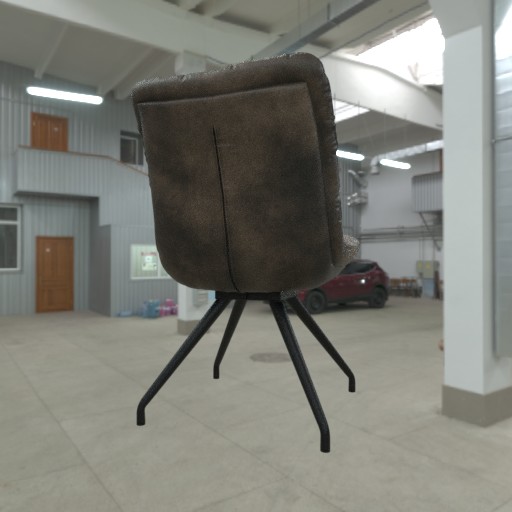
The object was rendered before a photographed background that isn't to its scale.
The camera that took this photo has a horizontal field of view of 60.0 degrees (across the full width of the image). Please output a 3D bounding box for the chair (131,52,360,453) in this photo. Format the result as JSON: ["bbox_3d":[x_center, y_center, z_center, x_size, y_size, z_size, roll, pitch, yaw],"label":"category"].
[{"bbox_3d":[0.000,0.000,1.270,0.549,0.870,0.622,0,0,19],"label":"chair"}]
